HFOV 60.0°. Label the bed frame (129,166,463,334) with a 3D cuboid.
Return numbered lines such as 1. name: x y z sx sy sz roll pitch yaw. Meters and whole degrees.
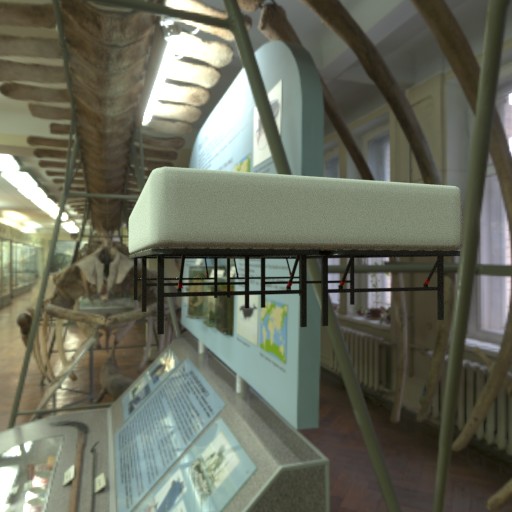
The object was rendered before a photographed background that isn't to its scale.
1. bed frame: 0.000 0.000 2.895 1.528 0.677 2.037 0 -1 -18
